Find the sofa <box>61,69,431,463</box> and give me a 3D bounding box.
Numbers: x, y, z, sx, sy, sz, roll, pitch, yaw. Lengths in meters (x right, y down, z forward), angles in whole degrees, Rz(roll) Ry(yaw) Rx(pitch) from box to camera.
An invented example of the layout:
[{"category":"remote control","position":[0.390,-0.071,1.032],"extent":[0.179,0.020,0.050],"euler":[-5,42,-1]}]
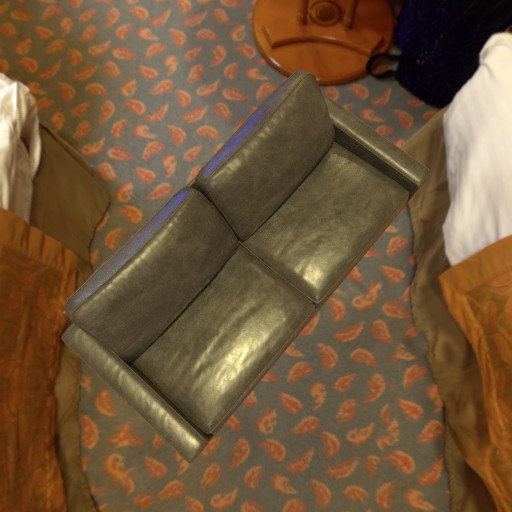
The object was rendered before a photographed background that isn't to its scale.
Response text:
[{"category":"sofa","position":[0.000,0.000,2.537],"extent":[0.939,0.916,2.081],"euler":[40,78,10]}]
